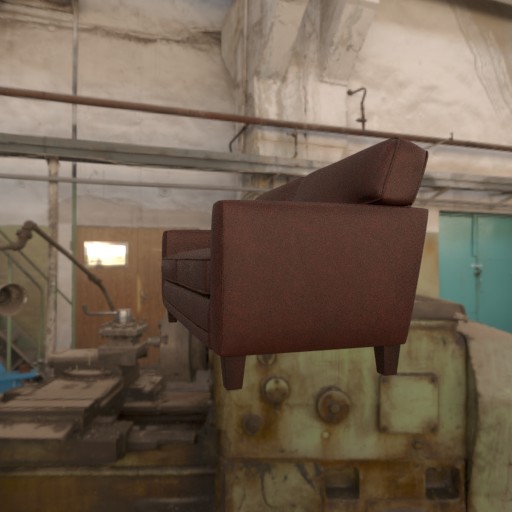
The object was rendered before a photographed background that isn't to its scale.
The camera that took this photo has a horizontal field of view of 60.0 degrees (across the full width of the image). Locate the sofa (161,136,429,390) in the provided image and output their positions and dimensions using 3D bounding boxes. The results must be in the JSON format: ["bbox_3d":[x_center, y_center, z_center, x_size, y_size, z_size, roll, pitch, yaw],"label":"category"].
[{"bbox_3d":[0.000,0.000,2.454,0.912,0.928,1.876,0,0,-18],"label":"sofa"}]
